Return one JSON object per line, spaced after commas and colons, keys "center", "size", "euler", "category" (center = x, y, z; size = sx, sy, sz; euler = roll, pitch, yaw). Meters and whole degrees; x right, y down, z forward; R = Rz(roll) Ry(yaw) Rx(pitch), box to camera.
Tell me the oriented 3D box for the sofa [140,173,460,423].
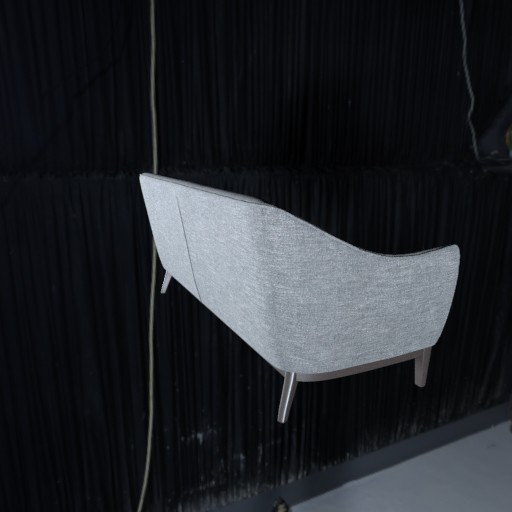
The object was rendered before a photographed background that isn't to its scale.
{"center": [0.000, 0.000, 2.400], "size": [0.867, 0.829, 1.928], "euler": [-7, 16, -26], "category": "sofa"}
